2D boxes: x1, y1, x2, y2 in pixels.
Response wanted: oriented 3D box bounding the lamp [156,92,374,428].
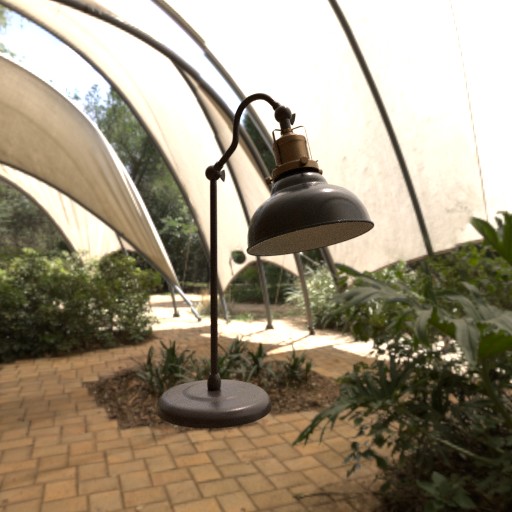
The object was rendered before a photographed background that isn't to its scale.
[{"bbox_3d":[0.000,0.000,0.691,0.374,0.508,0.192,0,-1,40],"label":"lamp"}]
